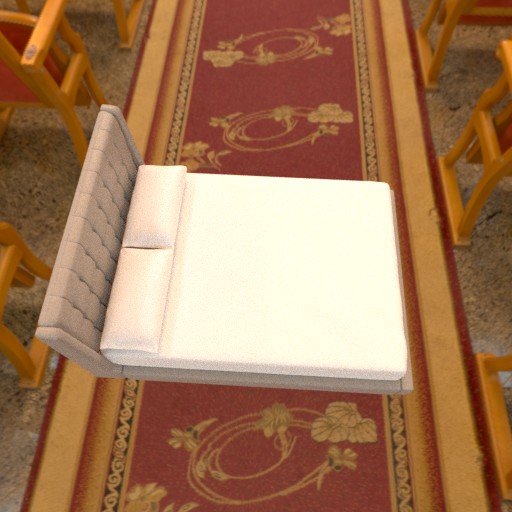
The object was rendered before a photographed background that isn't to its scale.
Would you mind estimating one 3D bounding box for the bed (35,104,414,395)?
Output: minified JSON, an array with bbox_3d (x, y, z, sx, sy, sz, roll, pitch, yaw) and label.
[{"bbox_3d":[0.000,0.000,3.150,2.232,1.147,1.656,3,63,1],"label":"bed"}]
